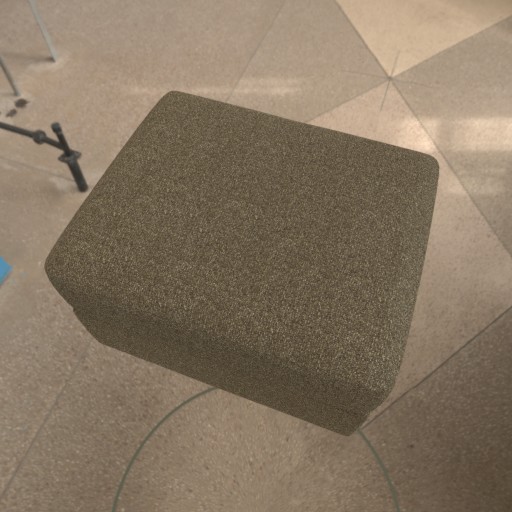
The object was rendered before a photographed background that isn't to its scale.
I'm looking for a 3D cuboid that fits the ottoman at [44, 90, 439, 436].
[{"bbox_3d":[0.000,0.000,1.107,0.742,0.476,0.598,18,60,10],"label":"ottoman"}]
